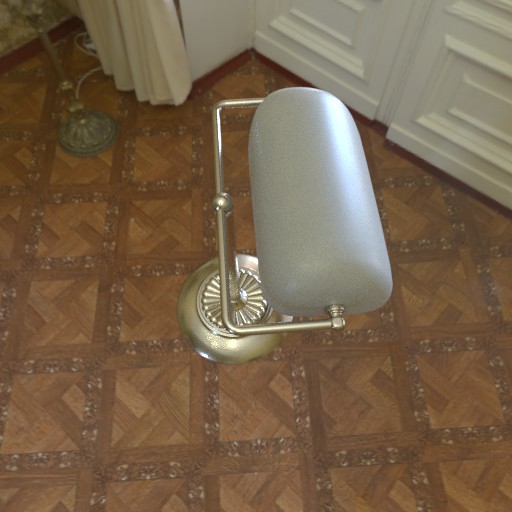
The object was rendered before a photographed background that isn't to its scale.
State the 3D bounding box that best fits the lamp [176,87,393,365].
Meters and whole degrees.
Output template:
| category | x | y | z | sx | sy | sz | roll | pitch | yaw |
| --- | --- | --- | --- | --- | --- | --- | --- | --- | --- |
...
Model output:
| category | x | y | z | sx | sy | sz | roll | pitch | yaw |
| --- | --- | --- | --- | --- | --- | --- | --- | --- | --- |
| lamp | 0.000 | 0.000 | 0.528 | 0.243 | 0.339 | 0.264 | -4 | 64 | -2 |
